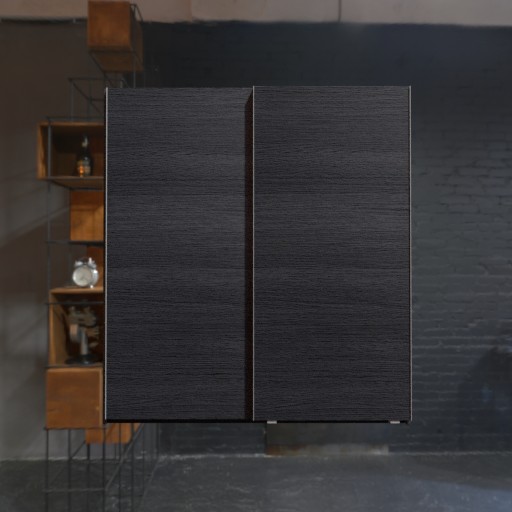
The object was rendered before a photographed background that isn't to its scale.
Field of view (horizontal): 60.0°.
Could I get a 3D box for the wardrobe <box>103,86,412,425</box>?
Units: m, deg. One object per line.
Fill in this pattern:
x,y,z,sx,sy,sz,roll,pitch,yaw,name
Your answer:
0.000,0.000,2.855,1.780,1.960,0.629,0,-1,0,wardrobe
